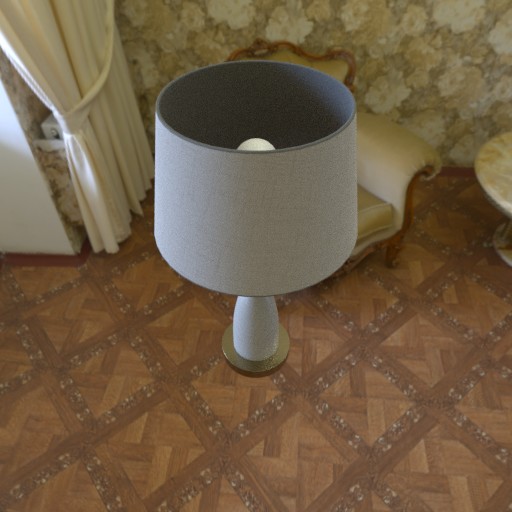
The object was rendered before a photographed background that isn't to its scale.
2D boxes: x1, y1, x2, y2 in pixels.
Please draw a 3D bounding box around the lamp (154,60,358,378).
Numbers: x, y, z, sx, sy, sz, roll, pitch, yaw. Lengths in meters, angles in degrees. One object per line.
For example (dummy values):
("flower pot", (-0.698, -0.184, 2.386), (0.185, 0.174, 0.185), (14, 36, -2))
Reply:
("lamp", (0.000, 0.000, 0.737), (0.309, 0.545, 0.309), (0, 45, 0))
